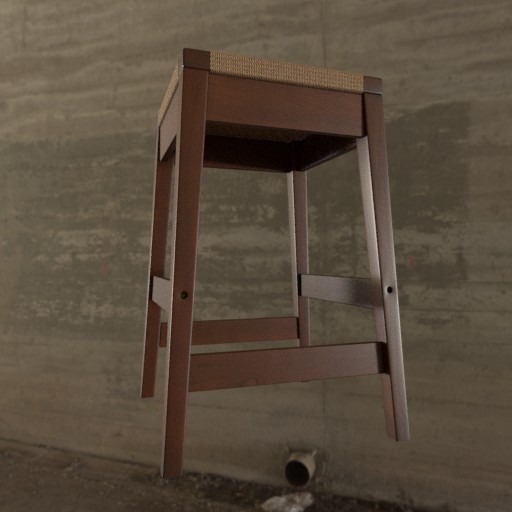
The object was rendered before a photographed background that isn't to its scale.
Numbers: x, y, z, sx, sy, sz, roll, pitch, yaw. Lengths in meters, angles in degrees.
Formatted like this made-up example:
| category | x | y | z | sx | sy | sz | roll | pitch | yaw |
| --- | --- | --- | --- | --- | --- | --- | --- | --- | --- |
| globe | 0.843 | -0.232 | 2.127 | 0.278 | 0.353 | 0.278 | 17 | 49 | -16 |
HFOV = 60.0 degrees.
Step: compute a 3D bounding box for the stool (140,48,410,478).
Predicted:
| category | x | y | z | sx | sy | sz | roll | pitch | yaw |
| --- | --- | --- | --- | --- | --- | --- | --- | --- | --- |
| stool | 0.000 | 0.000 | 1.074 | 0.507 | 0.762 | 0.497 | 0 | -1 | -19 |
